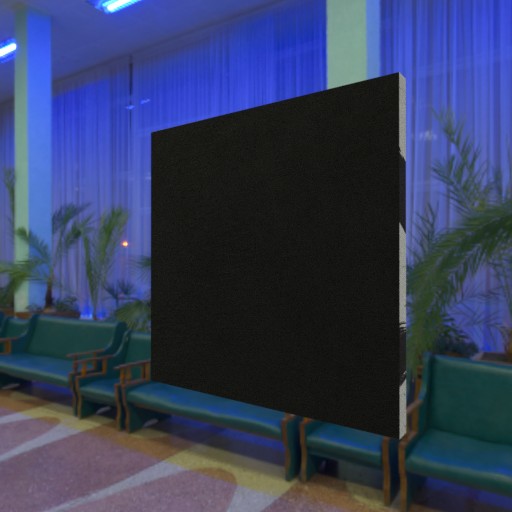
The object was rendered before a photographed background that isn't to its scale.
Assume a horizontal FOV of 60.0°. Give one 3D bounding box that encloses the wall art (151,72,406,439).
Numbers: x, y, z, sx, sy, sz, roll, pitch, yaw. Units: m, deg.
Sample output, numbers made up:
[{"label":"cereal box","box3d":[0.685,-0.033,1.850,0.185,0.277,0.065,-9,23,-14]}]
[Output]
[{"label":"wall art","box3d":[0.000,0.000,1.161,0.765,0.765,0.046,0,0,36]}]
